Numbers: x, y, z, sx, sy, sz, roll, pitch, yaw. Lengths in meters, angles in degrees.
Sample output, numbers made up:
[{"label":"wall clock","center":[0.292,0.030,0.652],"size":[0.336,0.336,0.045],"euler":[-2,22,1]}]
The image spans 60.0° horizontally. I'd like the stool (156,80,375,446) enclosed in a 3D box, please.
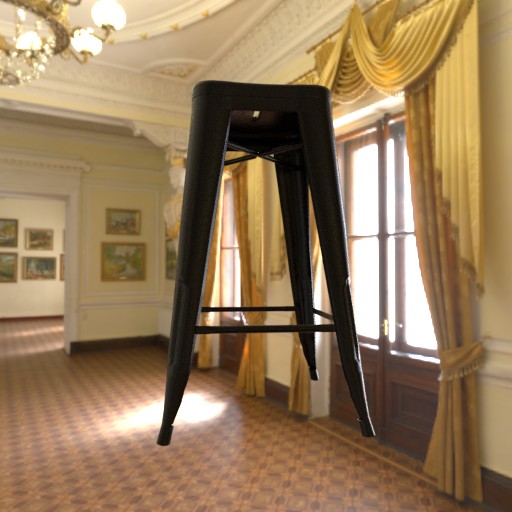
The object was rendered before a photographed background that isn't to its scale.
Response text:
[{"label":"stool","center":[0.000,0.000,0.913],"size":[0.423,0.609,0.455],"euler":[0,-2,-17]}]
